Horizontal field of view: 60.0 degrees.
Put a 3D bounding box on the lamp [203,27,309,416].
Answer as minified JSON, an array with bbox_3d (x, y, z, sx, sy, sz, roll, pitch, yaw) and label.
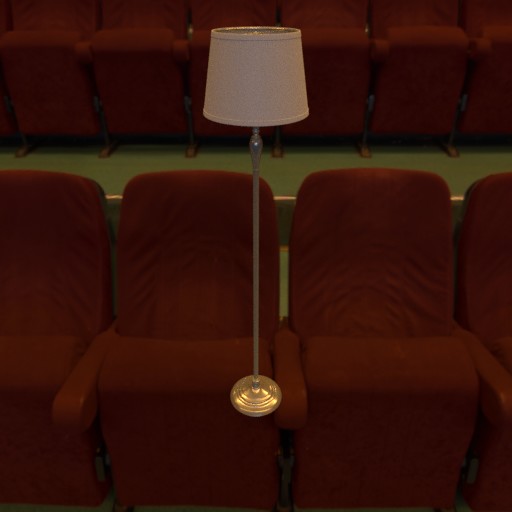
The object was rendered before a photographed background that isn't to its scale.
[{"bbox_3d":[0.000,0.000,1.655,0.327,1.506,0.327,0,31,0],"label":"lamp"}]
